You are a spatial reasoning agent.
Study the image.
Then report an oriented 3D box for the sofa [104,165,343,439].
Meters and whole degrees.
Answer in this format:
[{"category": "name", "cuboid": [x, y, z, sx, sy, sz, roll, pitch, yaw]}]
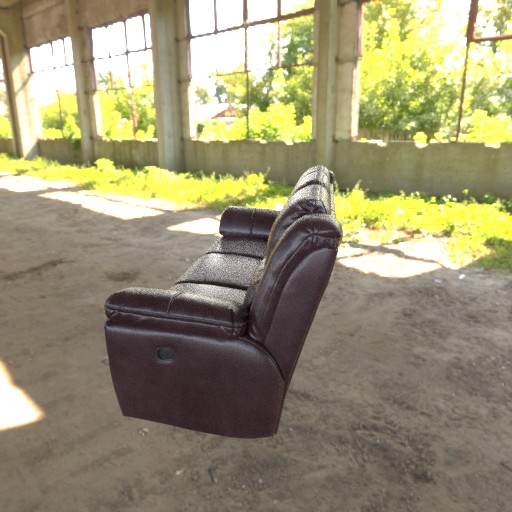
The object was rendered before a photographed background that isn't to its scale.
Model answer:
[{"category": "sofa", "cuboid": [0.000, 0.000, 2.831, 0.991, 1.043, 2.337, 2, 16, 9]}]
